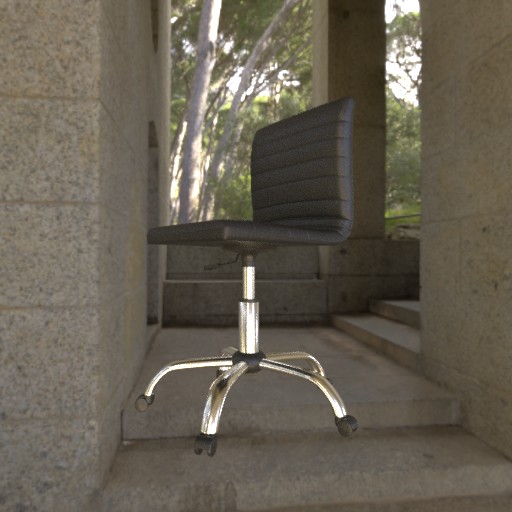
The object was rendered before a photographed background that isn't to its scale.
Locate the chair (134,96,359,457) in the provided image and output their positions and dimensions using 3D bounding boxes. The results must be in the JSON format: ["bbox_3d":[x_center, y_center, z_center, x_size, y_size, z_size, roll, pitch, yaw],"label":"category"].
[{"bbox_3d":[0.000,0.000,1.139,0.530,0.780,0.556,0,0,-36],"label":"chair"}]
